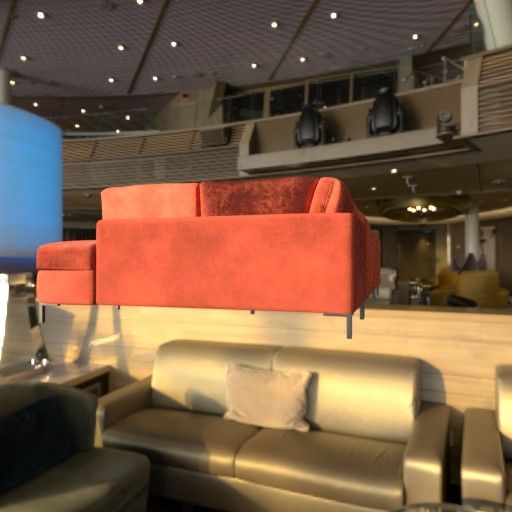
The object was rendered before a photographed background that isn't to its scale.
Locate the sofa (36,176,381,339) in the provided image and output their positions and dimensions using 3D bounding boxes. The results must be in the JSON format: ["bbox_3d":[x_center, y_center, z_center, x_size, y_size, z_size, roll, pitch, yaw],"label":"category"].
[{"bbox_3d":[0.000,0.000,3.861,1.981,0.858,2.971,0,-1,18],"label":"sofa"}]
